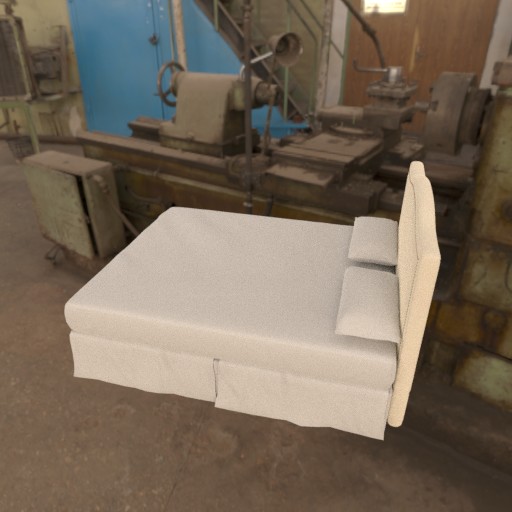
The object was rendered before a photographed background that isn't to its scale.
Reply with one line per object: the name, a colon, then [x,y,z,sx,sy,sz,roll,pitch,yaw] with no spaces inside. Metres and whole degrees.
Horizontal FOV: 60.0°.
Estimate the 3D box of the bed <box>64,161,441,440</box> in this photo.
bed: [0.000,0.000,3.625,2.477,1.437,1.977,8,30,13]
